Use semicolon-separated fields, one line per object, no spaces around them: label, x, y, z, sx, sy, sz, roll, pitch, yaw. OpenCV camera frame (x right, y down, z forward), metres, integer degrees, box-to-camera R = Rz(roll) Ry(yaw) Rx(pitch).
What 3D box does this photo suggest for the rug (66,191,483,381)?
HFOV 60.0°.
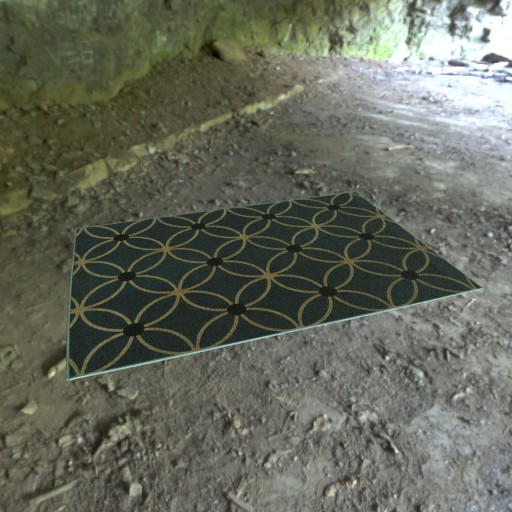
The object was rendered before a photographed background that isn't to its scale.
rug;0.000;0.000;2.880;2.284;0.008;1.522;-10;33;-15
